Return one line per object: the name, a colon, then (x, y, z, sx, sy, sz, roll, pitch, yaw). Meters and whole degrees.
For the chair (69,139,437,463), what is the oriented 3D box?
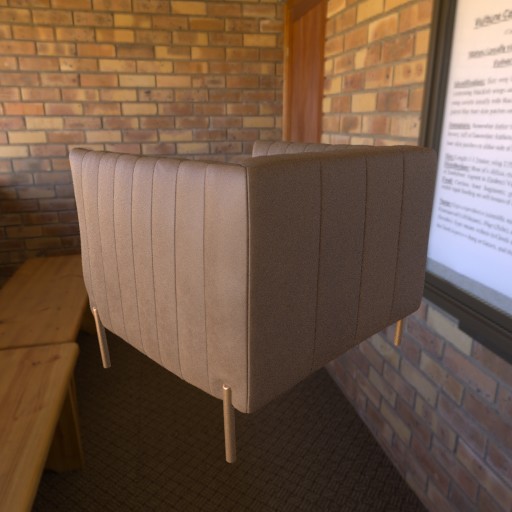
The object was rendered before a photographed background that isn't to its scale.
chair: (0.000, 0.000, 1.595, 0.981, 0.779, 0.876, -16, 23, -42)
